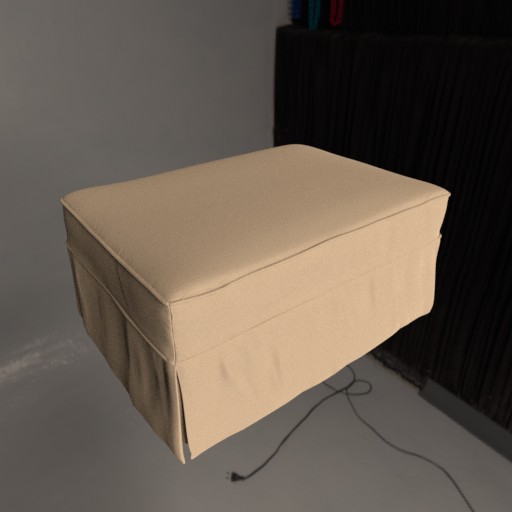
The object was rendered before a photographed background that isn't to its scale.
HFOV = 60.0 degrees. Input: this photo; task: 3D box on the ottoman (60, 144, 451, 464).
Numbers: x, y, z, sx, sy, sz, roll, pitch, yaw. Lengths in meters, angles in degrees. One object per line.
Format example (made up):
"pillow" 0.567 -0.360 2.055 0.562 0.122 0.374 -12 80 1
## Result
"ottoman" 0.000 0.000 1.324 0.959 0.482 0.721 -21 35 -32
